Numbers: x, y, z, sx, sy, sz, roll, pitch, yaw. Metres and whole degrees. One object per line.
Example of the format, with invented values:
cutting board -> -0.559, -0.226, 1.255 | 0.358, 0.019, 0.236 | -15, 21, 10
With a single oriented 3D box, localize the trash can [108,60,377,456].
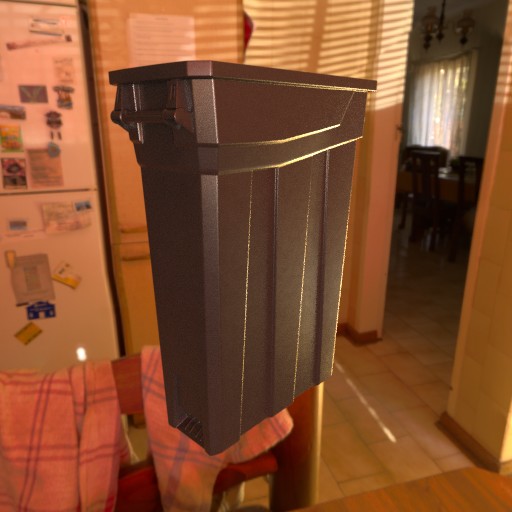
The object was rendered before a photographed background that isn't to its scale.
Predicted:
trash can -> 0.000, 0.000, 1.015 | 0.281, 0.762, 0.559 | 16, 23, 41
